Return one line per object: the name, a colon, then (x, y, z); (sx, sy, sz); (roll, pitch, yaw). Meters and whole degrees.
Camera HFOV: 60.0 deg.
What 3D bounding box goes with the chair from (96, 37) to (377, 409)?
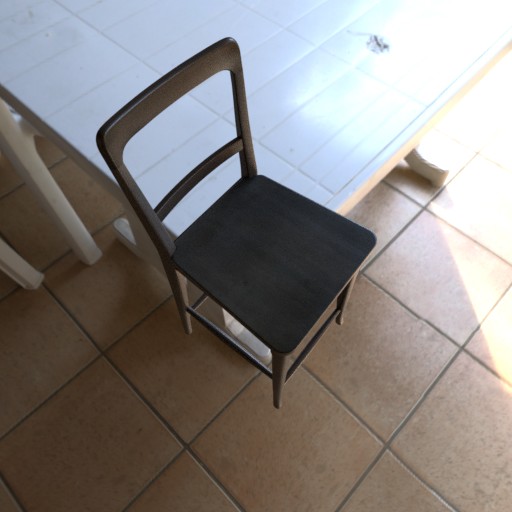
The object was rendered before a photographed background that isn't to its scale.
chair: (0.000, 0.000, 1.313); (0.546, 0.991, 0.450); (34, 65, 19)
